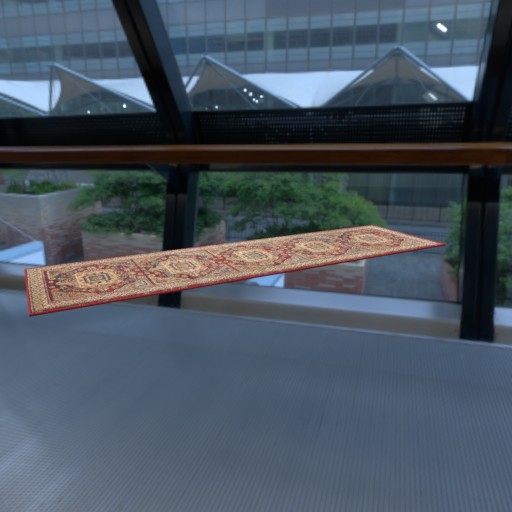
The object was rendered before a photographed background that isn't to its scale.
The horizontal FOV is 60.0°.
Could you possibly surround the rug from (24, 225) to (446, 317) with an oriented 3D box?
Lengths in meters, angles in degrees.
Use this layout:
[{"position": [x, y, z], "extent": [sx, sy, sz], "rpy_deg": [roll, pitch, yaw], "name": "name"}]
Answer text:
[{"position": [0.000, 0.000, 2.471], "extent": [2.292, 0.015, 0.659], "rpy_deg": [-8, 18, -27], "name": "rug"}]
